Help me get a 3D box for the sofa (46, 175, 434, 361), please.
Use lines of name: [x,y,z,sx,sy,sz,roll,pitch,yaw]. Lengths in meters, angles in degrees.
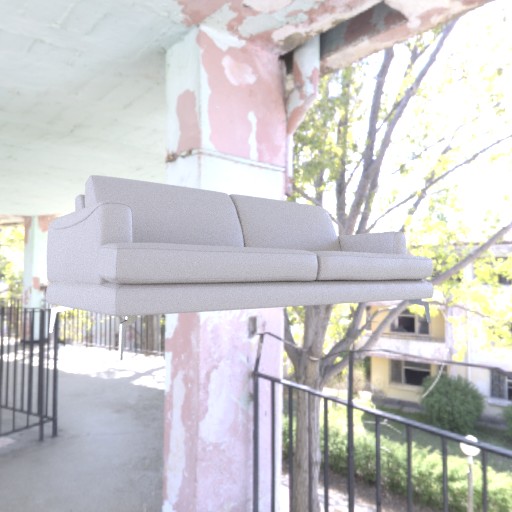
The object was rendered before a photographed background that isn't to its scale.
sofa: [0.000,0.000,2.403,1.940,0.765,0.974,2,-3,-38]
